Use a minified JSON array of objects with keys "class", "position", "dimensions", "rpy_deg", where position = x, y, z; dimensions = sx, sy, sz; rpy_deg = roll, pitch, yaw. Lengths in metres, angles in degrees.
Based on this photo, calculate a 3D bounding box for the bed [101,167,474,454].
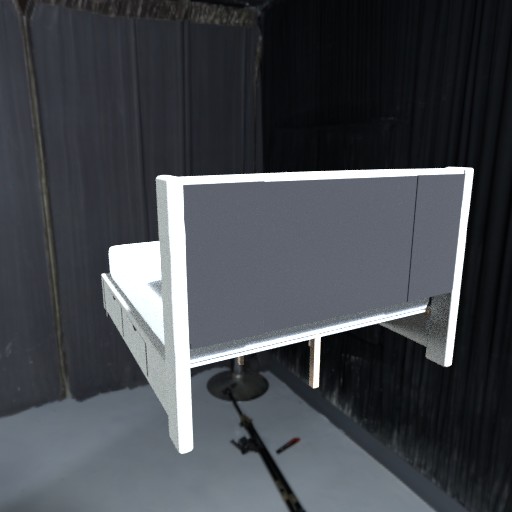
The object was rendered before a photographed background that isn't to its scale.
[{"class":"bed","position":[0.000,0.000,3.651],"dimensions":[2.140,1.470,2.280],"rpy_deg":[-7,15,-27]}]
